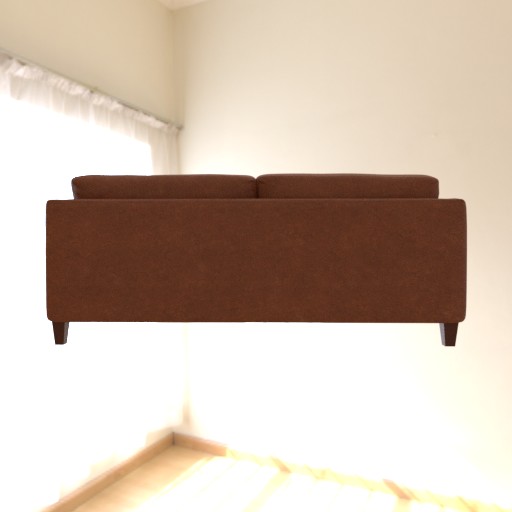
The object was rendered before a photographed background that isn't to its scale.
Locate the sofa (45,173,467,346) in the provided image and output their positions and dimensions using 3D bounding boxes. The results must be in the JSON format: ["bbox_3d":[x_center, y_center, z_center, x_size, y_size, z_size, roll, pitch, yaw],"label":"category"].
[{"bbox_3d":[0.000,0.000,2.748,2.204,0.932,0.950,0,1,1],"label":"sofa"}]
